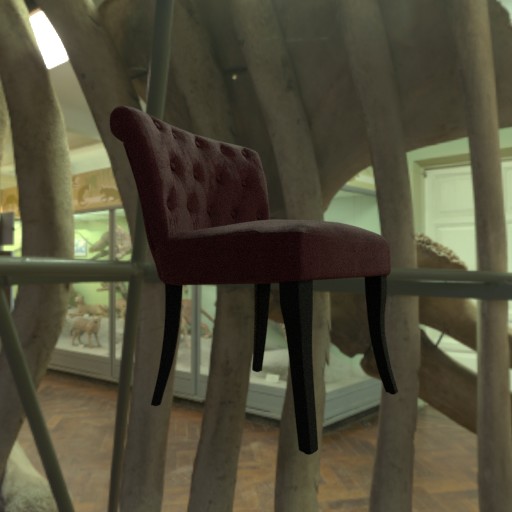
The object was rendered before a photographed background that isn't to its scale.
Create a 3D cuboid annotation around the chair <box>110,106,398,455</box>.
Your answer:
[{"bbox_3d":[0.000,0.000,1.191,0.605,0.750,0.582,-1,-1,36],"label":"chair"}]
